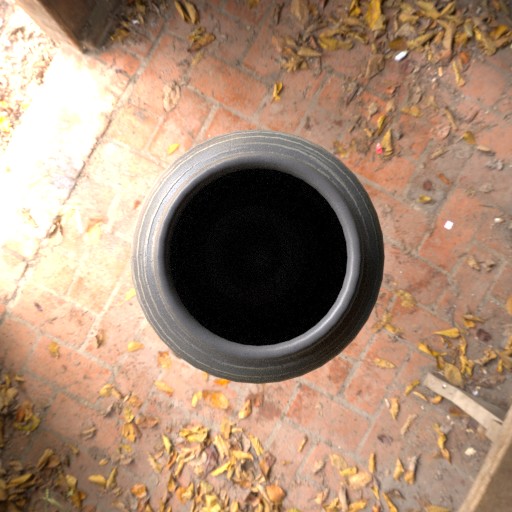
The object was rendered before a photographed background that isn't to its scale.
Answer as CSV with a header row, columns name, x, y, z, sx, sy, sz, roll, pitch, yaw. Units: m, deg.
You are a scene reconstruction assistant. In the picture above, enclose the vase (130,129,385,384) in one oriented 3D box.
name,x,y,z,sx,sy,sz,roll,pitch,yaw
vase,0.000,0.000,0.672,0.297,0.499,0.297,0,90,-1
